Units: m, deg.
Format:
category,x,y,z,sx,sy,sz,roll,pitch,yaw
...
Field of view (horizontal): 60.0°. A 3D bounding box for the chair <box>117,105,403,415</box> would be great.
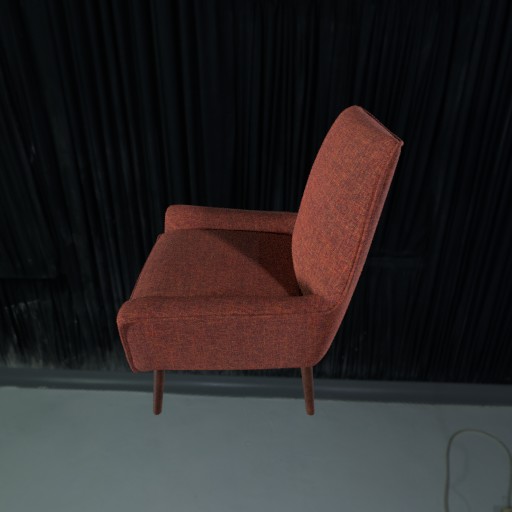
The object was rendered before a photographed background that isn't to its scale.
category,x,y,z,sx,sy,sz,roll,pitch,yaw
chair,0.000,0.000,1.510,0.784,0.911,0.803,0,28,0
